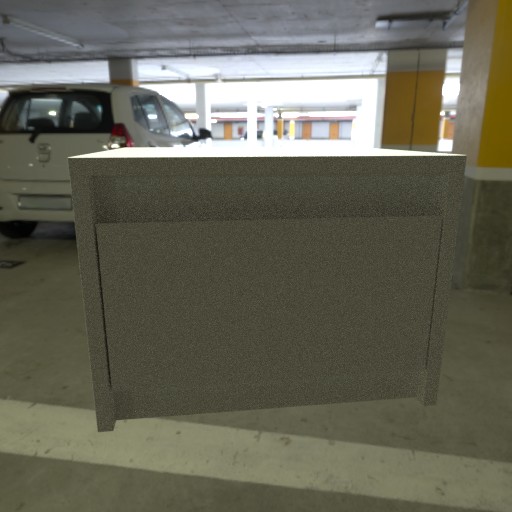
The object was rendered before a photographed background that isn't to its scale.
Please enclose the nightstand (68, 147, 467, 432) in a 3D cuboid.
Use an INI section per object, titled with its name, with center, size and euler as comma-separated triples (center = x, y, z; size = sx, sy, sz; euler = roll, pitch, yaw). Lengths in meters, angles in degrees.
[nightstand]
center = 0.000, 0.000, 0.756
size = 0.470, 0.351, 0.408
euler = -2, 15, -7
